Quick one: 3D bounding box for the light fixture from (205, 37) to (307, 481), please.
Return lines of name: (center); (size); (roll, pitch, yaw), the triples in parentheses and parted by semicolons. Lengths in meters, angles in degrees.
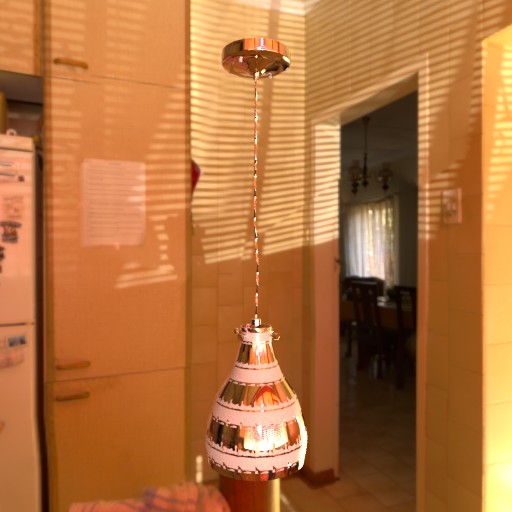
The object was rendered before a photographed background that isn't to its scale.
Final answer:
light fixture: (0.000, 0.000, 1.607); (0.374, 1.457, 0.374); (0, 0, 37)
